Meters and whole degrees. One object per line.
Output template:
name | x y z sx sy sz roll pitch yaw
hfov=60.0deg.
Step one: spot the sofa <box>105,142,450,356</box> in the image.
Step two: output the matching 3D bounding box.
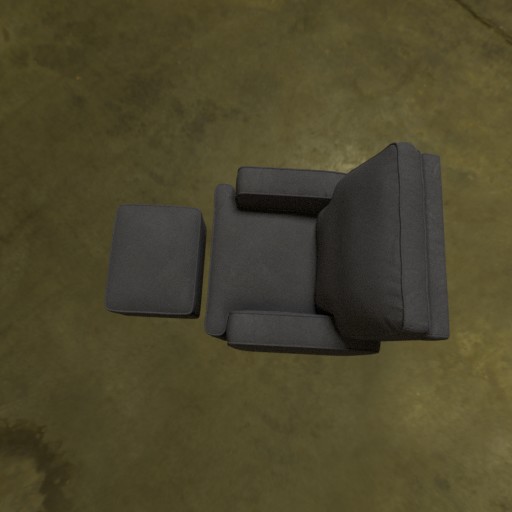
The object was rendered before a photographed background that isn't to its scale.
sofa | 0.000 0.000 2.076 1.472 0.959 0.861 3 76 1
